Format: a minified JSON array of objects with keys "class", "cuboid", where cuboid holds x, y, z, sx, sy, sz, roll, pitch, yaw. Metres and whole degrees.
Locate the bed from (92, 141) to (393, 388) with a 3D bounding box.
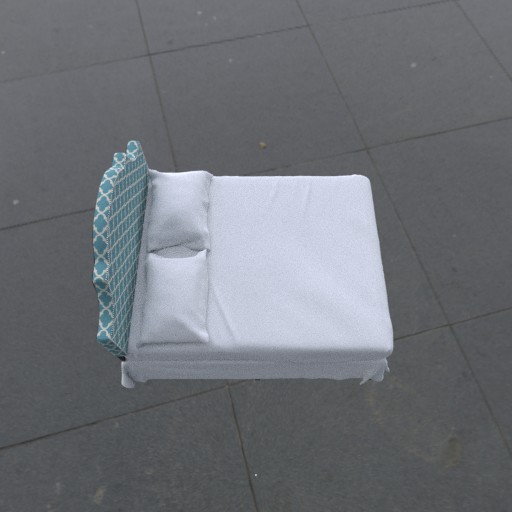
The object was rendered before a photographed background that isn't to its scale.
[{"class":"bed","cuboid":[0.000,0.000,3.460,2.222,1.633,1.780,0,64,0]}]
